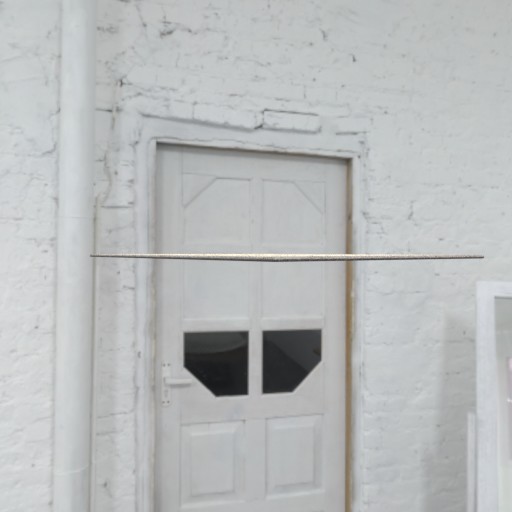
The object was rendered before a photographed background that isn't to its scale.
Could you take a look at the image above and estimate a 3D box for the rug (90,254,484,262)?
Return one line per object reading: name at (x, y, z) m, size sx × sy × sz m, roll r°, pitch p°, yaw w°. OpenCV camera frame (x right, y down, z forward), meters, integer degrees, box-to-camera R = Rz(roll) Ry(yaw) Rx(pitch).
rug at (0.000, 0.000, 2.375) m, size 1.219 × 0.016 × 1.829 m, roll 0°, pitch 1°, yaw -36°
